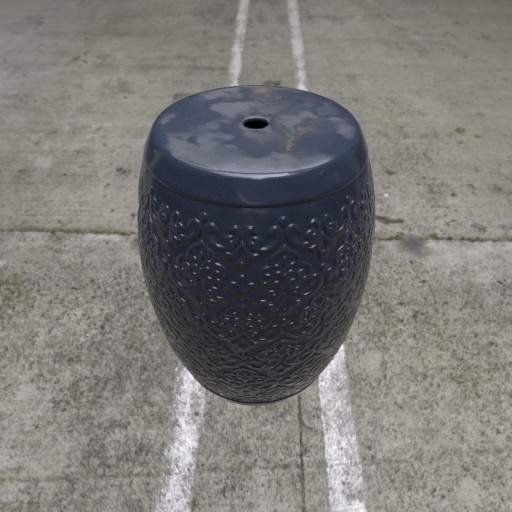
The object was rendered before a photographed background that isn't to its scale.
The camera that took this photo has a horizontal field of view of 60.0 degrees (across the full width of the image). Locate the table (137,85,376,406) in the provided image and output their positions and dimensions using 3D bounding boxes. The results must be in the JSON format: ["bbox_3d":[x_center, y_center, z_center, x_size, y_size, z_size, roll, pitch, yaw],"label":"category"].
[{"bbox_3d":[0.000,0.000,0.621,0.309,0.397,0.309,0,41,0],"label":"table"}]
